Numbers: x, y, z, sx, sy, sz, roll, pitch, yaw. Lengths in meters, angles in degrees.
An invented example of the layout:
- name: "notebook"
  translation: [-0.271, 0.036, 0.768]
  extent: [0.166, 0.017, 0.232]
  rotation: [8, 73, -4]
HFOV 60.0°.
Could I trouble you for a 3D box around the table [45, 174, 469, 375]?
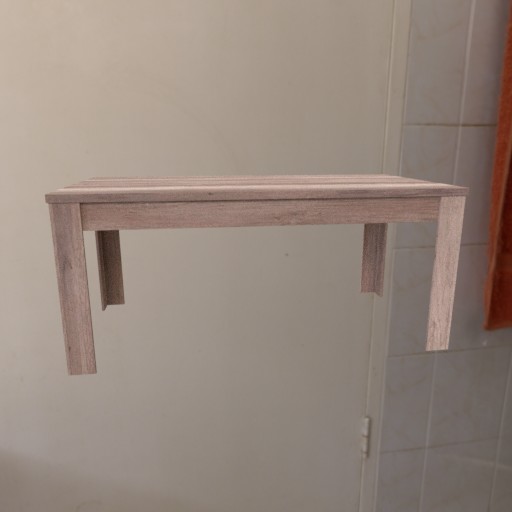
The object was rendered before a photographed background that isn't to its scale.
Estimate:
- name: "table"
  translation: [0.000, 0.000, 2.388]
  extent: [1.800, 0.790, 0.900]
  rotation: [-2, 14, -8]
